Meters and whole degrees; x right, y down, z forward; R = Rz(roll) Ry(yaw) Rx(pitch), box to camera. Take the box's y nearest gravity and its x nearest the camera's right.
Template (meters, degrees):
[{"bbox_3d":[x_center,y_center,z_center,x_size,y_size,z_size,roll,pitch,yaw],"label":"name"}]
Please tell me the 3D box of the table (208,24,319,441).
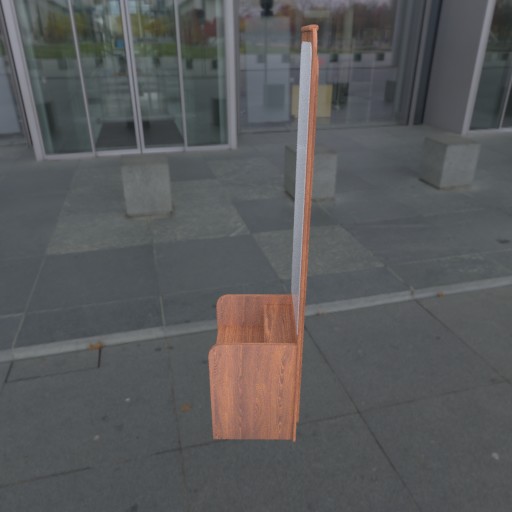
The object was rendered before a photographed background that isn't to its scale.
[{"bbox_3d":[0.000,0.000,1.985,0.420,1.830,0.450,0,26,0],"label":"table"}]
